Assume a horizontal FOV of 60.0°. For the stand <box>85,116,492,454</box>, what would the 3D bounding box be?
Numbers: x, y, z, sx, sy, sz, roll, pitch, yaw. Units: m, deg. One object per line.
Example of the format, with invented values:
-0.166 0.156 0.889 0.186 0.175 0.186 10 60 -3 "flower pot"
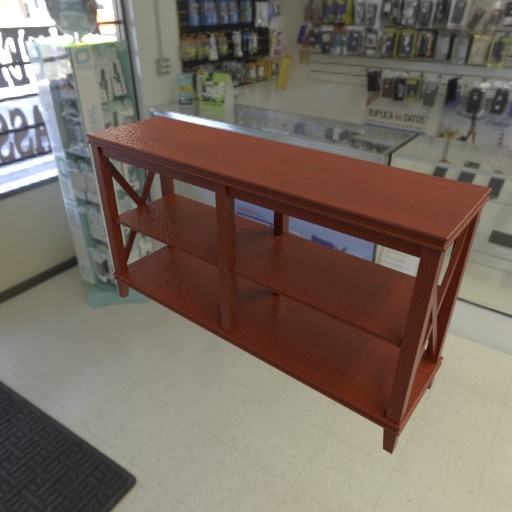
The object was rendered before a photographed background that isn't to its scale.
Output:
0.000 0.000 1.659 1.372 0.762 0.381 22 37 32 "stand"
